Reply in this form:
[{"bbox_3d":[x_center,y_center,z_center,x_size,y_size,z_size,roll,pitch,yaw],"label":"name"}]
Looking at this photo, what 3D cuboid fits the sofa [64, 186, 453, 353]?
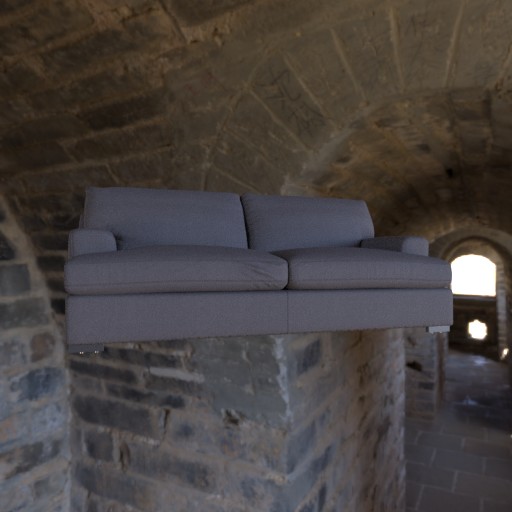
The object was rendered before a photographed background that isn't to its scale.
[{"bbox_3d":[0.000,0.000,2.902,2.271,0.950,1.140,0,-1,-18],"label":"sofa"}]
